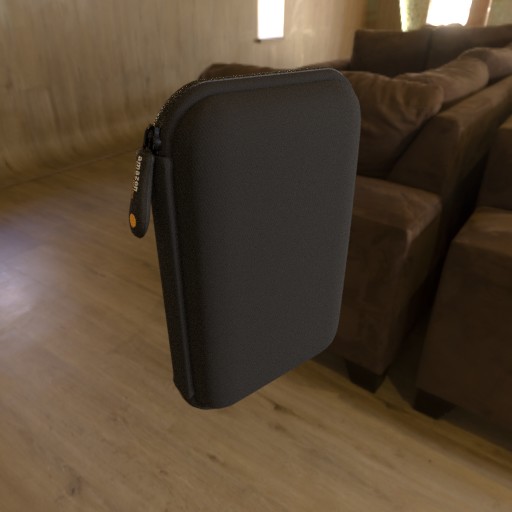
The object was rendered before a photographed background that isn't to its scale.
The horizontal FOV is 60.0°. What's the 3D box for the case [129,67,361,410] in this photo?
[{"bbox_3d":[0.000,0.000,0.193,0.107,0.147,0.030,-21,36,-33],"label":"case"}]
